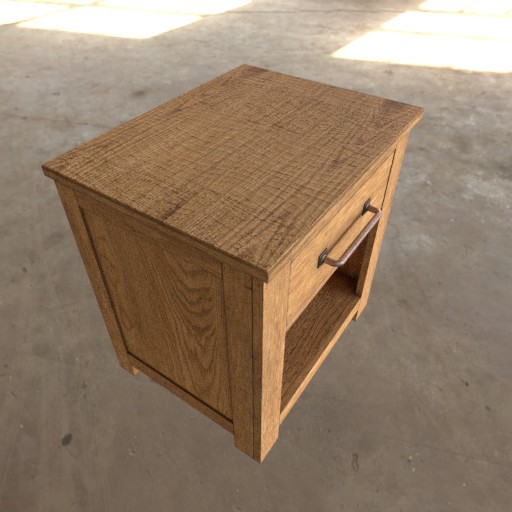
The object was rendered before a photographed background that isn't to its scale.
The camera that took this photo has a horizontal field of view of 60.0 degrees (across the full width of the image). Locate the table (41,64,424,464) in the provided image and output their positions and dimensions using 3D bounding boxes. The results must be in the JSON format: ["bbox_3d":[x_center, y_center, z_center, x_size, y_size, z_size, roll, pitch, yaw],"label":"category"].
[{"bbox_3d":[0.000,0.000,1.054,0.494,0.625,0.601,25,48,25],"label":"table"}]
